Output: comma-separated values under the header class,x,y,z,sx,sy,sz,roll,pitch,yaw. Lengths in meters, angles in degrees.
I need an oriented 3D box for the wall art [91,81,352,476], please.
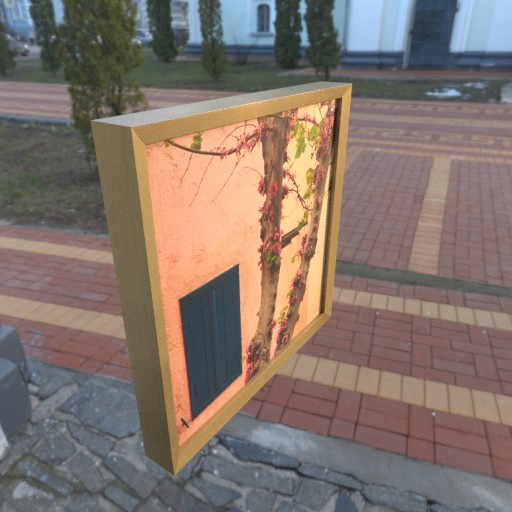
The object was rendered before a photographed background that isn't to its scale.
class,x,y,z,sx,sy,sz,roll,pitch,yaw
wall art,0.000,0.000,0.448,0.038,0.305,0.304,18,32,31
